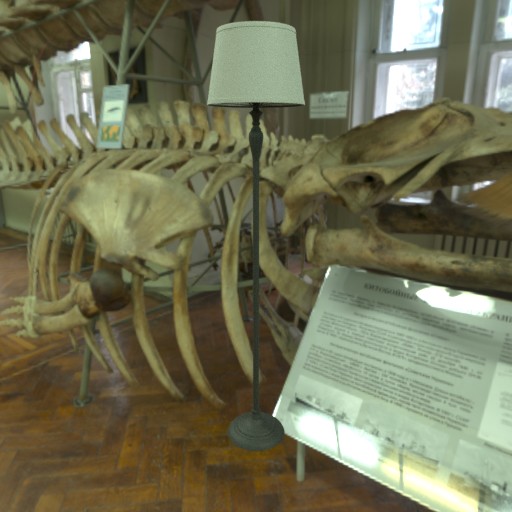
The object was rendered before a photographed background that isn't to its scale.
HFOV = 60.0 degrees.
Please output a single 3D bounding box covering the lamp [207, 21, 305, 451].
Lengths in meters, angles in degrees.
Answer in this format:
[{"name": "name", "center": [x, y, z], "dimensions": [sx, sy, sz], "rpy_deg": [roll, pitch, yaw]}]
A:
[{"name": "lamp", "center": [0.000, 0.000, 1.629], "dimensions": [0.327, 1.506, 0.327], "rpy_deg": [2, 16, 8]}]
